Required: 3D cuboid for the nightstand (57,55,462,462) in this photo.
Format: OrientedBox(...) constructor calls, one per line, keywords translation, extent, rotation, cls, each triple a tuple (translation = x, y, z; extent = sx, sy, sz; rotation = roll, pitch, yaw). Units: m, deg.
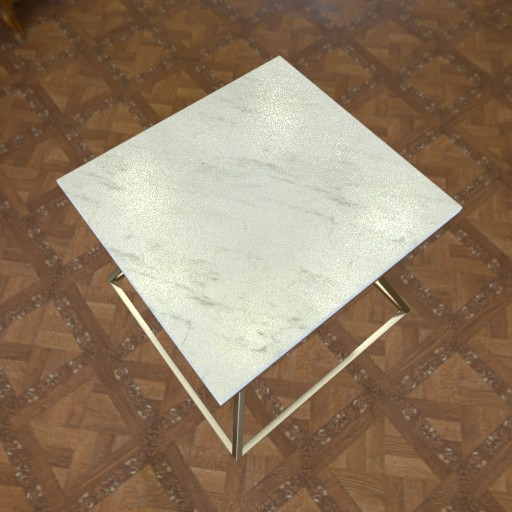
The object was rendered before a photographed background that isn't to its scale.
OrientedBox(translation=(0.000, 0.000, 0.875), extent=(0.513, 0.426, 0.514), rotation=(-35, 68, -17), cls="nightstand")
